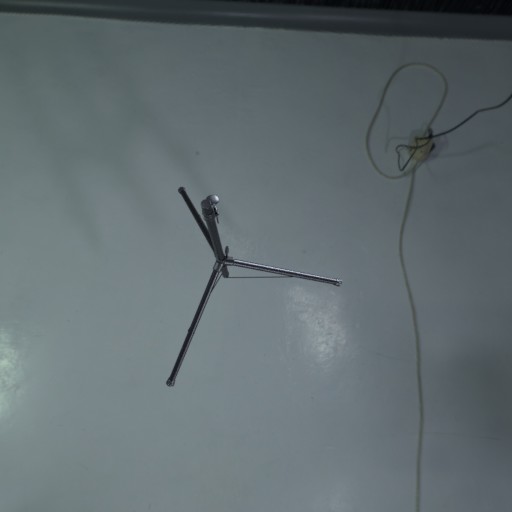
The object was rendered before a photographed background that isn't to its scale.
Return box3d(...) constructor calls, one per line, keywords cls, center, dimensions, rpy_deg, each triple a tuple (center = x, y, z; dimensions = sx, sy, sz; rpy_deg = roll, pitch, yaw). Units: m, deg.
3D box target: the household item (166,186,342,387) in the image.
box3d(cls="household item", center=(0.000, 0.000, 2.737), dimensions=(1.339, 1.595, 1.596), rpy_deg=(1, 74, 0))
